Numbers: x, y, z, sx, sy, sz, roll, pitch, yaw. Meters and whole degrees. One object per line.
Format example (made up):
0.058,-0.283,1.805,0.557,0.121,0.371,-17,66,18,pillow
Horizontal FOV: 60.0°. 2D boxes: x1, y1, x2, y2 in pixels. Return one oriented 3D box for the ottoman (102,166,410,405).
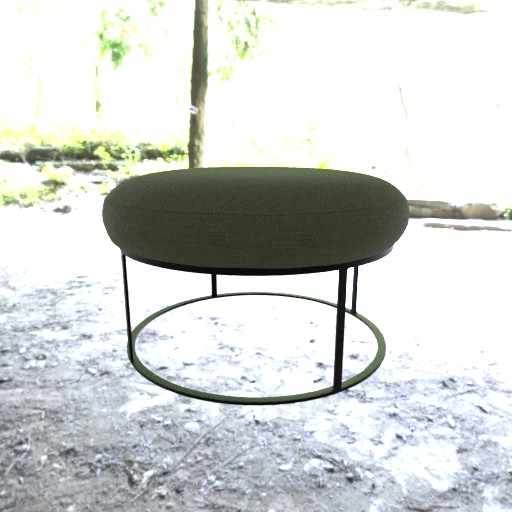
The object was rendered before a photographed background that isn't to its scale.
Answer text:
0.000,0.000,1.200,0.769,0.459,0.769,0,14,0,ottoman
